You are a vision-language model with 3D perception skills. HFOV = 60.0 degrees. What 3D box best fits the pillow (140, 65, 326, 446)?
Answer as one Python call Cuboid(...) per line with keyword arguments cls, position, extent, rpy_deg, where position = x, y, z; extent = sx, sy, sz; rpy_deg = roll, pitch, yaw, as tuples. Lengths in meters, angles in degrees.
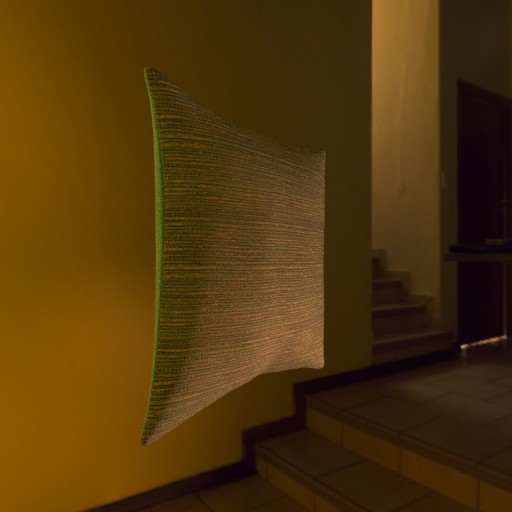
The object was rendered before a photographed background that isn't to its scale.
Cuboid(cls="pillow", position=(0.000, 0.000, 0.781), extent=(0.150, 0.497, 0.514), rpy_deg=(0, 0, 35))
